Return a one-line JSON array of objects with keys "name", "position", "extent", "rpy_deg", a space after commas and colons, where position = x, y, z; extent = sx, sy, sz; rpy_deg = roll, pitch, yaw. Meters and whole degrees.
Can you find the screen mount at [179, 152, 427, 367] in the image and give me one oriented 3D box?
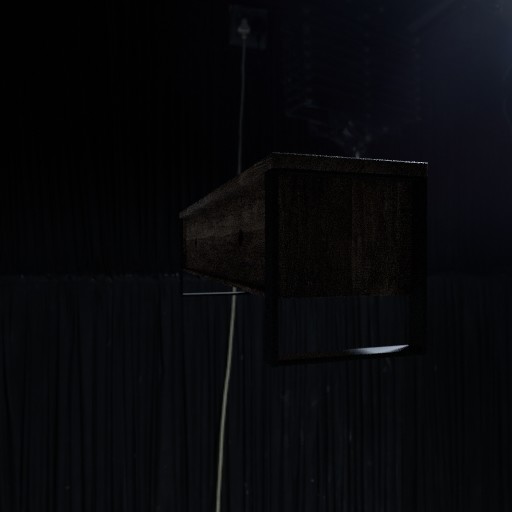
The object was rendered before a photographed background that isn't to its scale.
[{"name": "screen mount", "position": [0.000, 0.000, 1.713], "extent": [0.395, 0.450, 1.524], "rpy_deg": [0, 1, -17]}]
